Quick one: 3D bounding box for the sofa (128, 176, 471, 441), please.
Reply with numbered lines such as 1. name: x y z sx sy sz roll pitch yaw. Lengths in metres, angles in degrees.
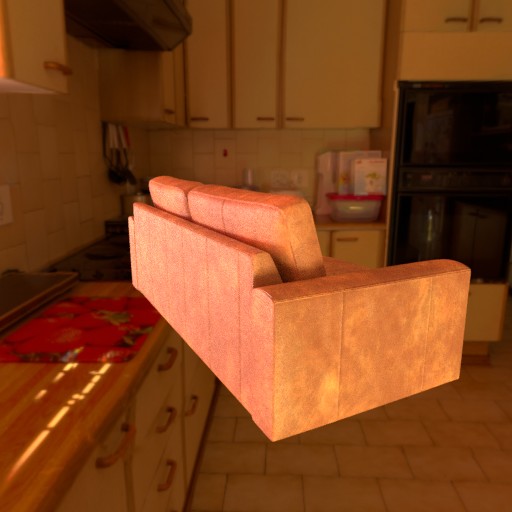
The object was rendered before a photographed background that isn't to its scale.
1. sofa: 0.000 0.000 2.629 1.016 0.873 2.179 -7 15 -27
